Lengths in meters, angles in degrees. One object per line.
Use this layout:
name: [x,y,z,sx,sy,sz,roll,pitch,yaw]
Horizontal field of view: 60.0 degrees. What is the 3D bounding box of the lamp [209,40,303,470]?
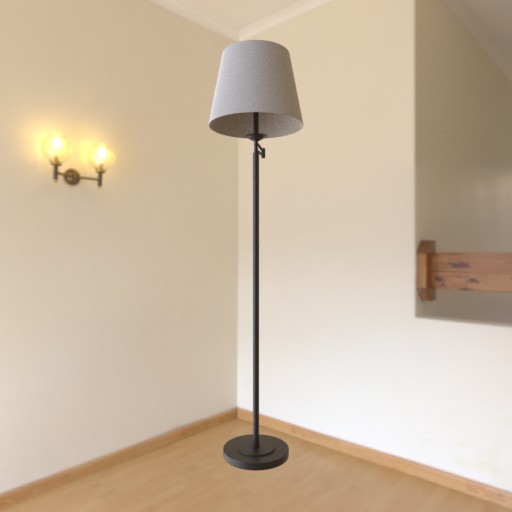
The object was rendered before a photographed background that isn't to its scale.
lamp: [0.000,0.000,1.637,0.348,1.473,0.348,0,1,17]
